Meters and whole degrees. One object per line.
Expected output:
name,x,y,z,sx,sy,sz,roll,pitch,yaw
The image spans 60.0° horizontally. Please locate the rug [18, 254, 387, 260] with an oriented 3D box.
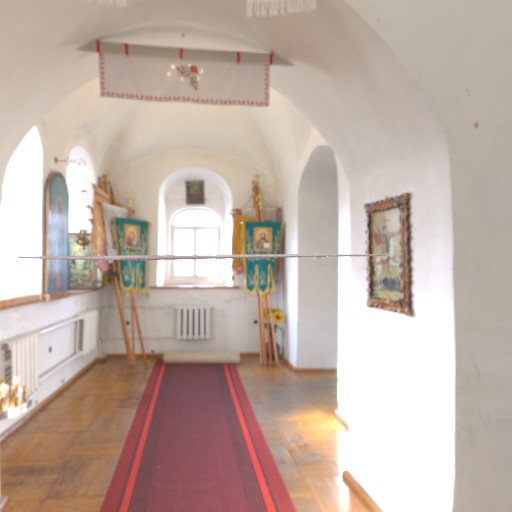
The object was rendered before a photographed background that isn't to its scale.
rug,0.000,0.000,2.483,0.666,0.011,2.294,0,1,37
